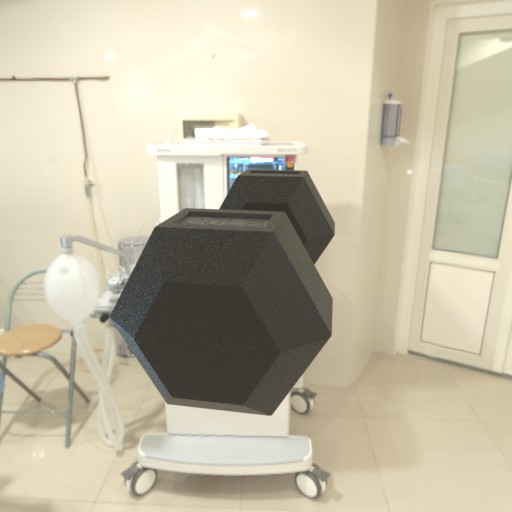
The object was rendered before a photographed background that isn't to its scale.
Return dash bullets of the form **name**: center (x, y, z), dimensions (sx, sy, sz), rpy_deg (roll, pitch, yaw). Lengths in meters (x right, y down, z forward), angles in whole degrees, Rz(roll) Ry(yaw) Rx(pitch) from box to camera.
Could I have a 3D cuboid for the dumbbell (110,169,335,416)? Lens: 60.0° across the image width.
- **dumbbell**: center (0.000, 0.000, 0.409), dimensions (0.142, 0.123, 0.337), rpy_deg (3, 18, 10)
